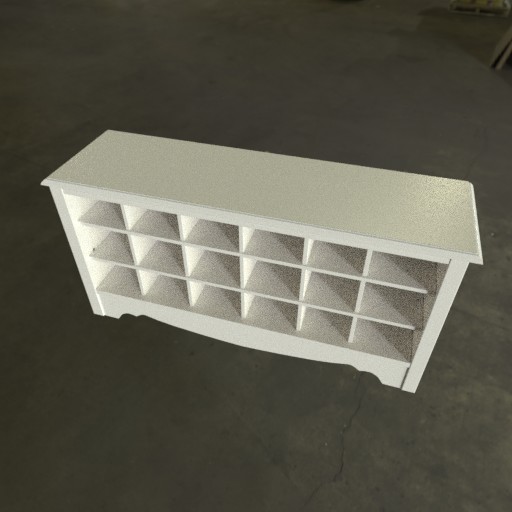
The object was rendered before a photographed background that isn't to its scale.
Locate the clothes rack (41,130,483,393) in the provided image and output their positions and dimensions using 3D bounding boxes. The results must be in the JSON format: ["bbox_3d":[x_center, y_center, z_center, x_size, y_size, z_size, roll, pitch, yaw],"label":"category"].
[{"bbox_3d":[0.000,0.000,1.359,1.120,0.531,0.324,11,42,13],"label":"clothes rack"}]
